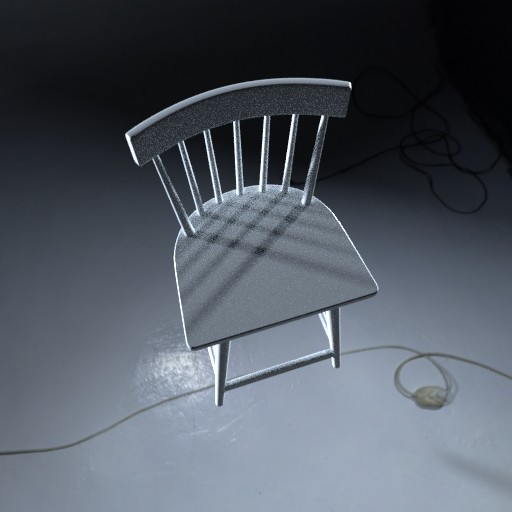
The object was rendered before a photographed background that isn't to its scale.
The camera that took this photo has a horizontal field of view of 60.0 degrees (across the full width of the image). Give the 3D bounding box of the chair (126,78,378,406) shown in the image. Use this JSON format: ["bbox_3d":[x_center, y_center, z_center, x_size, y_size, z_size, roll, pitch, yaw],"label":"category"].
[{"bbox_3d":[0.000,0.000,1.269,0.483,0.952,0.572,-16,63,-8],"label":"chair"}]
